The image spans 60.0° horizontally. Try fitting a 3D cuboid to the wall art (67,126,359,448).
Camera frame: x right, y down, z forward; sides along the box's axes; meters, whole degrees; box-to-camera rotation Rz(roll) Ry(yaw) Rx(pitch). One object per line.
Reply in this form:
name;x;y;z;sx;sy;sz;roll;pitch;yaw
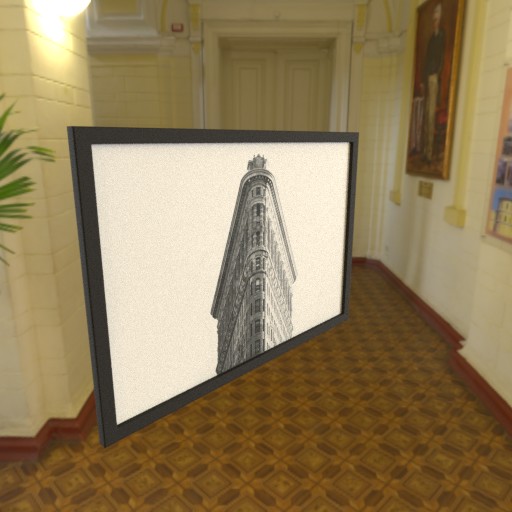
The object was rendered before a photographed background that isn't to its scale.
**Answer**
wall art;0.000;0.000;1.208;0.049;0.659;0.964;14;20;43
